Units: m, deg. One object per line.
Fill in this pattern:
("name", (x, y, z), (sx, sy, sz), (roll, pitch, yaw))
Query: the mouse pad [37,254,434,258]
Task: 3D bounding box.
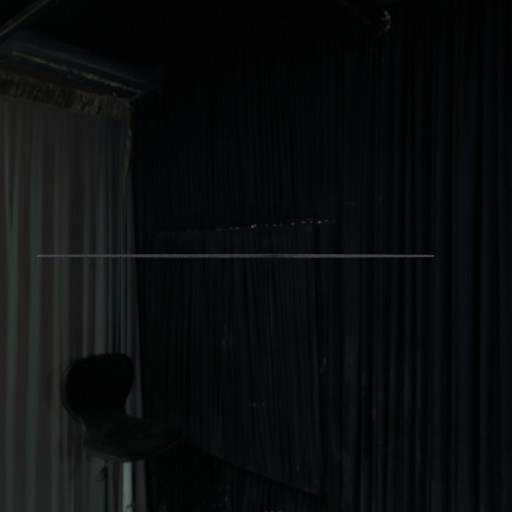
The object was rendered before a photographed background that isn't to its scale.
("mouse pad", (0.000, 0.000, 0.437), (0.269, 0.002, 0.315), (0, 0, 36))
